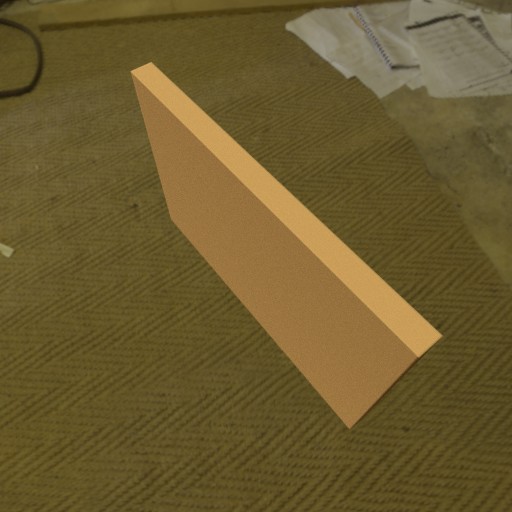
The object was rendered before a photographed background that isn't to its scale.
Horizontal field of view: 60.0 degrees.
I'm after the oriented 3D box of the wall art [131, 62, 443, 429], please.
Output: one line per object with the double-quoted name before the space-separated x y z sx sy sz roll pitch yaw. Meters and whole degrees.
"wall art" 0.000 0.000 0.776 0.039 0.407 0.609 -34 64 -19
